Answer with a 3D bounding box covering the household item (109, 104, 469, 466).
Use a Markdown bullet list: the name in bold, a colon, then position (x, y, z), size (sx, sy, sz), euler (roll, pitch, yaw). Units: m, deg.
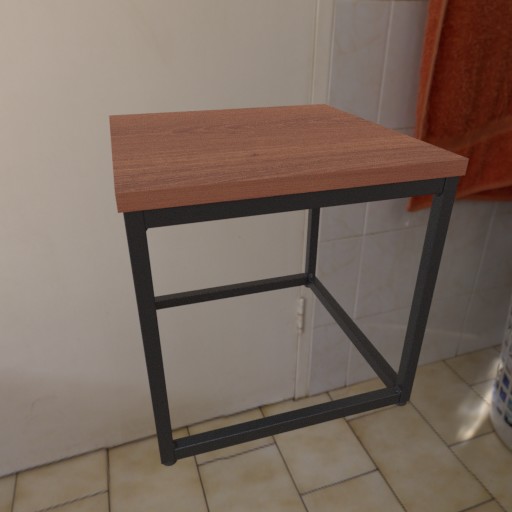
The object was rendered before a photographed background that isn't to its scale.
- **household item**: position (0.000, 0.000, 0.731), size (0.400, 0.400, 0.400), euler (-8, 29, -15)
